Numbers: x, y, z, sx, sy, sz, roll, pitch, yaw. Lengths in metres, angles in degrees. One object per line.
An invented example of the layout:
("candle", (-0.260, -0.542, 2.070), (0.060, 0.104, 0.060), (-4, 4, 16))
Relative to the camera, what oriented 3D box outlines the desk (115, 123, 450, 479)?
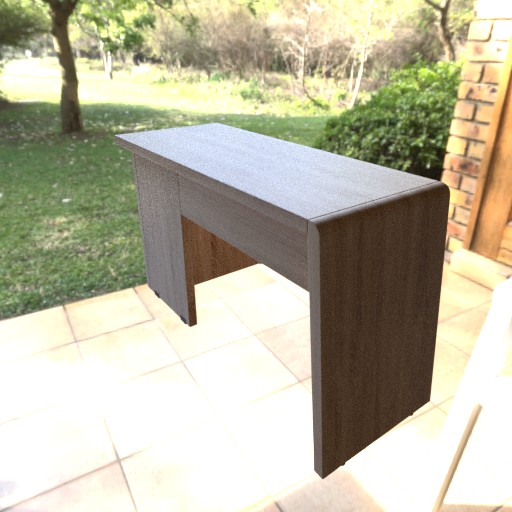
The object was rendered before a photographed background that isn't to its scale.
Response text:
("desk", (0.000, 0.000, 1.669), (0.500, 0.750, 1.300), (-18, 32, -32))
